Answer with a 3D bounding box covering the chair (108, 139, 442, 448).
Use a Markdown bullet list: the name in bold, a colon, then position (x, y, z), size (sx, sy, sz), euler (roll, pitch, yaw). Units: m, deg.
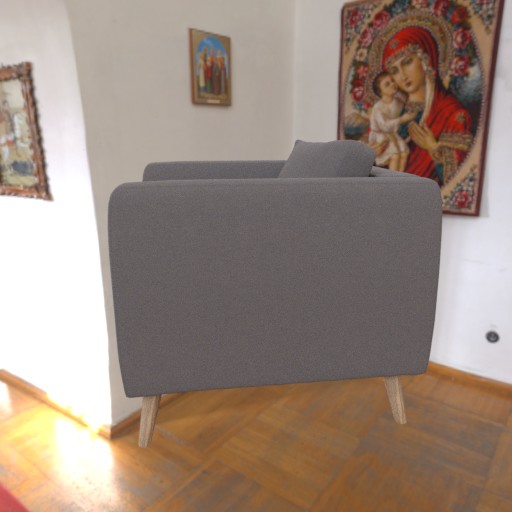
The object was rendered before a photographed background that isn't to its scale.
- **chair**: position (0.000, 0.000, 1.677), size (0.930, 0.860, 1.000), euler (-2, 16, -7)
